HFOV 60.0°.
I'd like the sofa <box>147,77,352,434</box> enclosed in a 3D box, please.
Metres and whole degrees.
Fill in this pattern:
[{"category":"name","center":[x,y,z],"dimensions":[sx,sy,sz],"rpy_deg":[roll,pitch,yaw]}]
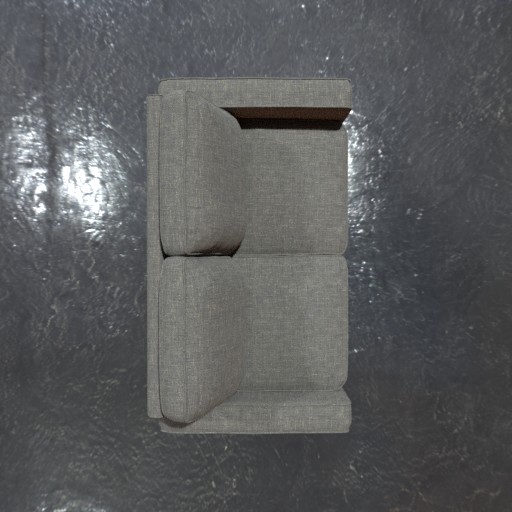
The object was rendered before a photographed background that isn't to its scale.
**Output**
[{"category":"sofa","center":[0.000,0.000,2.251],"dimensions":[0.947,0.918,1.709],"rpy_deg":[0,91,0]}]
